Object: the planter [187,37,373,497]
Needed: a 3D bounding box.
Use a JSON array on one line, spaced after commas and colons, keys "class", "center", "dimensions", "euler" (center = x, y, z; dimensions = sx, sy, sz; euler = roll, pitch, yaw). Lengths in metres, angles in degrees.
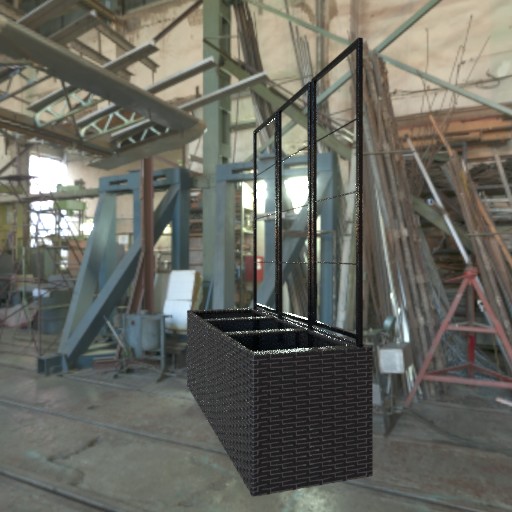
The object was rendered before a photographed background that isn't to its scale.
[{"class": "planter", "center": [0.000, 0.000, 1.137], "dimensions": [0.244, 0.841, 0.699], "euler": [0, 0, -18]}]
